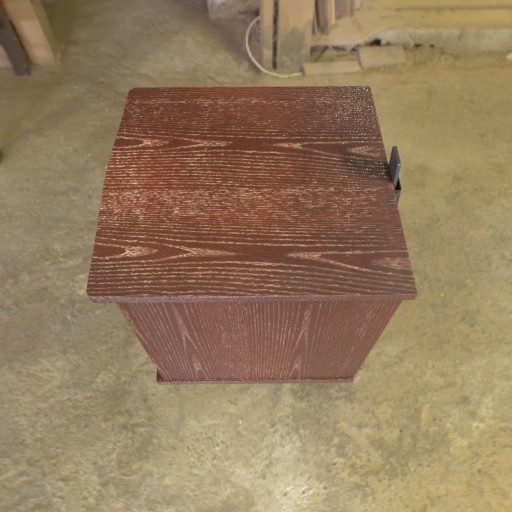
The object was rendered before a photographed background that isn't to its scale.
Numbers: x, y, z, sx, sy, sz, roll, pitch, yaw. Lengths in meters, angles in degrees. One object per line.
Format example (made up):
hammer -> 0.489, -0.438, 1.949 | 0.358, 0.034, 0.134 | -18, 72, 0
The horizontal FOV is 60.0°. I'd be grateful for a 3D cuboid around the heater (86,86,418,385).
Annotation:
heater -> 0.000, 0.000, 0.764 | 0.400, 0.481, 0.362 | -1, 58, 0
